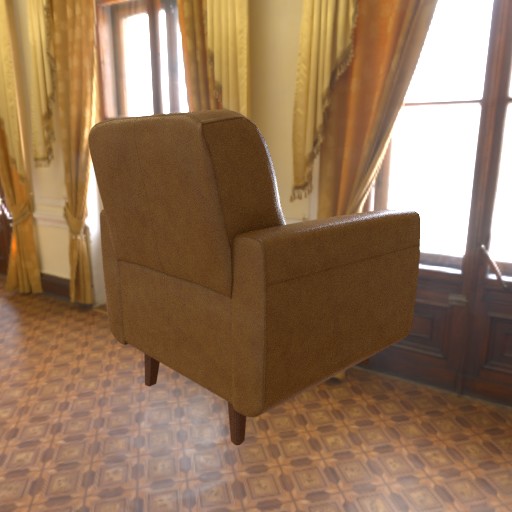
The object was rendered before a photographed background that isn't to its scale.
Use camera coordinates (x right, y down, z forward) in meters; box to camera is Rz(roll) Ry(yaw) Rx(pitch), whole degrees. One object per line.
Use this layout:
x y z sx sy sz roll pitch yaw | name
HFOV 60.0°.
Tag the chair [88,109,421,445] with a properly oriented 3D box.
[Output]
0.000 0.000 1.626 0.845 0.968 0.942 13 18 43 | chair
